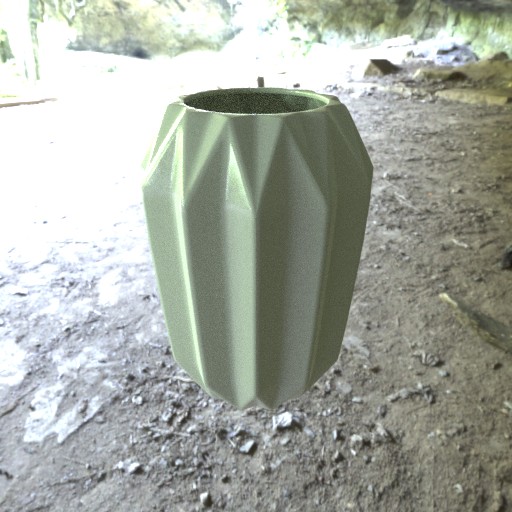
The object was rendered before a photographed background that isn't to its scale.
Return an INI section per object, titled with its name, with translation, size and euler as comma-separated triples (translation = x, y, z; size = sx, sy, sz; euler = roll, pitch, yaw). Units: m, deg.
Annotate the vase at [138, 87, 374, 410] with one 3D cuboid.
[vase]
translation = 0.000, 0.000, 0.406
size = 0.195, 0.275, 0.195
euler = 0, 29, 0
